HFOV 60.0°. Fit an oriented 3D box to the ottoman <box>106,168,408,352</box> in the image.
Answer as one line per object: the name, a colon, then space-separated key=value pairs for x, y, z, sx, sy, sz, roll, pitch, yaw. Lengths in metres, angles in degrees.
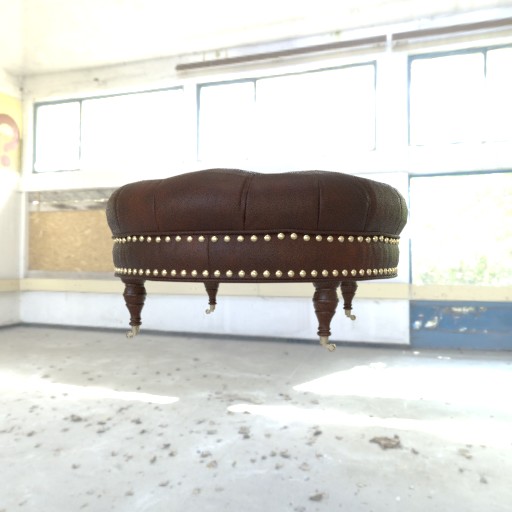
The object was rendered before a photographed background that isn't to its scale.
ottoman: x=0.000 y=0.000 z=1.388 sx=0.901 sy=0.455 sz=0.901 roll=0 pitch=0 yaw=0
